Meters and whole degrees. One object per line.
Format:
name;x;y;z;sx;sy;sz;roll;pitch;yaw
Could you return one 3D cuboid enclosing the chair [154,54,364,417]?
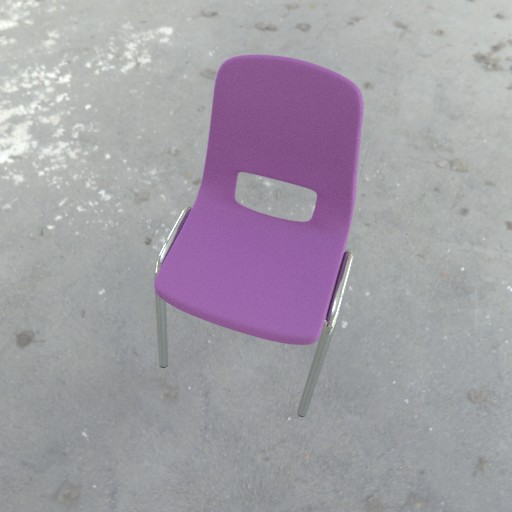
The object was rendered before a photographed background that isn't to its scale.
chair;0.000;0.000;0.690;0.291;0.493;0.301;16;59;10
